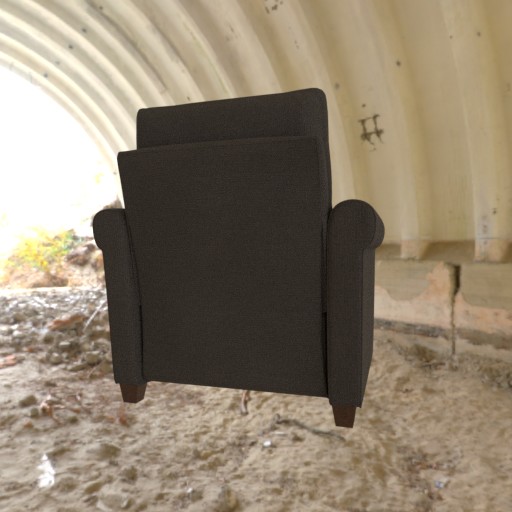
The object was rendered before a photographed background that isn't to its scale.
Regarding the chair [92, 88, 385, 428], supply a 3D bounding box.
[{"bbox_3d":[0.000,0.000,1.580,0.867,0.942,0.828,0,0,17],"label":"chair"}]
